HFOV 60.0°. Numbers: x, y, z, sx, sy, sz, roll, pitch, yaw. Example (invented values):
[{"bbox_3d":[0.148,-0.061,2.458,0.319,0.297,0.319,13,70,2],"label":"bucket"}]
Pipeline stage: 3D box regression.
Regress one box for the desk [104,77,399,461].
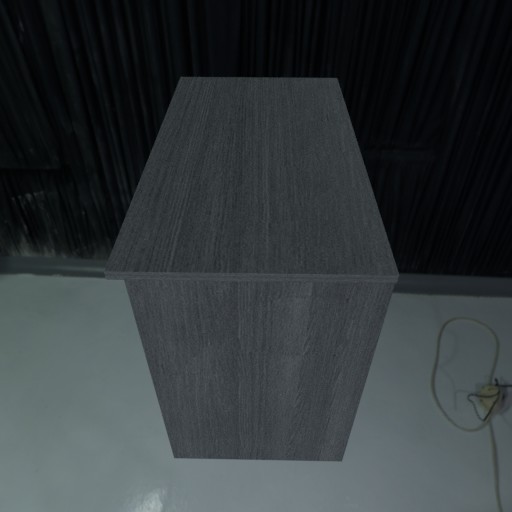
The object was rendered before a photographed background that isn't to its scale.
[{"bbox_3d":[0.000,0.000,1.320,0.498,0.724,0.893,1,42,1],"label":"desk"}]
